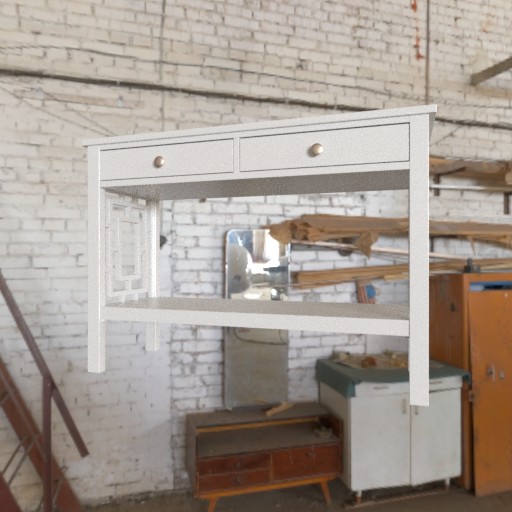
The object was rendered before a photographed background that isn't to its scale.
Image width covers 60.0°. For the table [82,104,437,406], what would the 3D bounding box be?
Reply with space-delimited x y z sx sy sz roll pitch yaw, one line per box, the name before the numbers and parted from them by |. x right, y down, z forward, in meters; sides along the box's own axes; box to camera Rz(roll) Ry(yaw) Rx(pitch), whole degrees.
table | 0.000 0.000 1.444 1.068 0.753 0.397 0 0 19
